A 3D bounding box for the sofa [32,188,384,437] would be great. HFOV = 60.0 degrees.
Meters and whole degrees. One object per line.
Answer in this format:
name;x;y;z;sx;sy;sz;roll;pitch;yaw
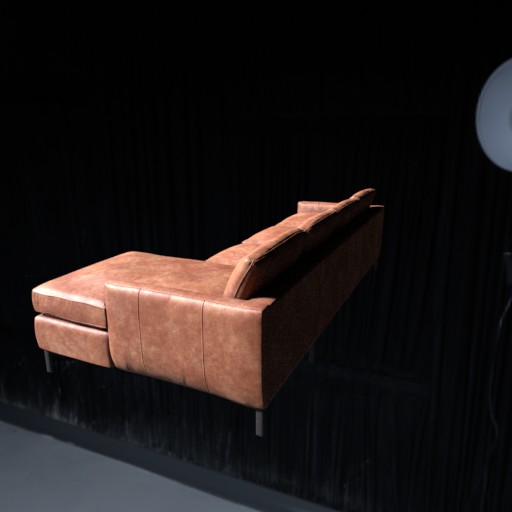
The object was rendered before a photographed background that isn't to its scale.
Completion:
sofa;0.000;0.000;3.516;1.471;0.859;2.993;7;17;24
